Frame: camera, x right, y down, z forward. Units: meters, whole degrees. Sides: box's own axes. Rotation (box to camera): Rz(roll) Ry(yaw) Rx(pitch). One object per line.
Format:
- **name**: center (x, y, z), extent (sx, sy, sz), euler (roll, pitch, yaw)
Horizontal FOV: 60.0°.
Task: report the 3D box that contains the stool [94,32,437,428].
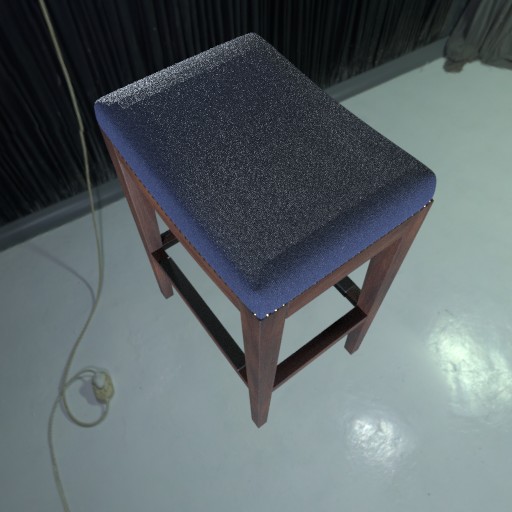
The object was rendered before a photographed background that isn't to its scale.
- **stool**: center (0.000, 0.000, 1.010), extent (0.358, 0.740, 0.498), euler (-33, 64, -18)
